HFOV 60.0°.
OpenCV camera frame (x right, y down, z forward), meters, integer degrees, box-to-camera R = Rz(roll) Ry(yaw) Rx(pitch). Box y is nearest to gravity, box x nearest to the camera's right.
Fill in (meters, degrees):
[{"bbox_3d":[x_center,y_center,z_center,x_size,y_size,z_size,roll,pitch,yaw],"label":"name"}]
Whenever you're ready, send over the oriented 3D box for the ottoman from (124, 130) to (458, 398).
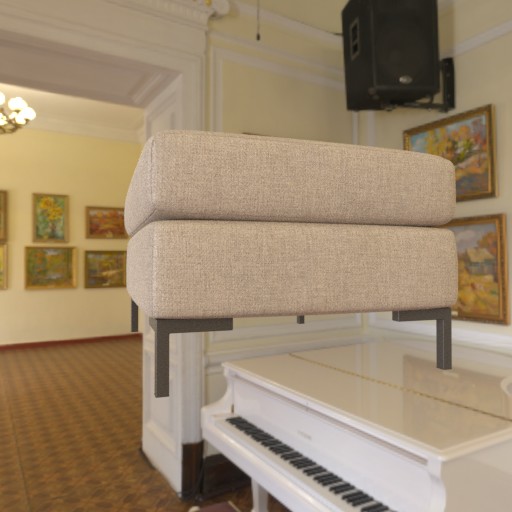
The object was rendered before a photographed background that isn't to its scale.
[{"bbox_3d":[0.000,0.000,1.209,0.671,0.490,0.820,0,-1,-19],"label":"ottoman"}]
